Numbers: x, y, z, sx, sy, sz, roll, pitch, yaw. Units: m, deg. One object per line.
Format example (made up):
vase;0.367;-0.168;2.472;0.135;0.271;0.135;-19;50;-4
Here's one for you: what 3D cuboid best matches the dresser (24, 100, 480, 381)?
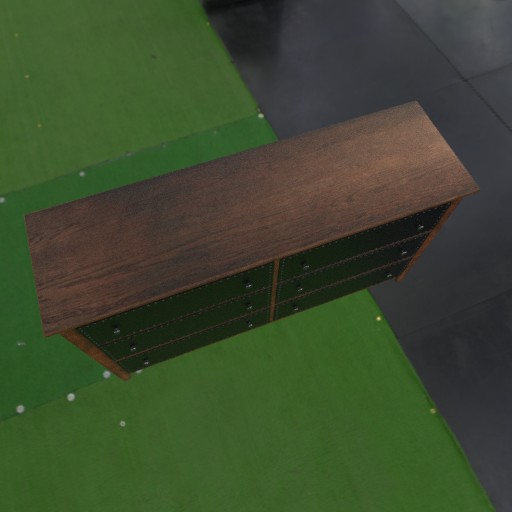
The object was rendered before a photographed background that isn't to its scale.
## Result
dresser;0.000;0.000;1.942;1.551;0.856;0.463;-18;65;-9
